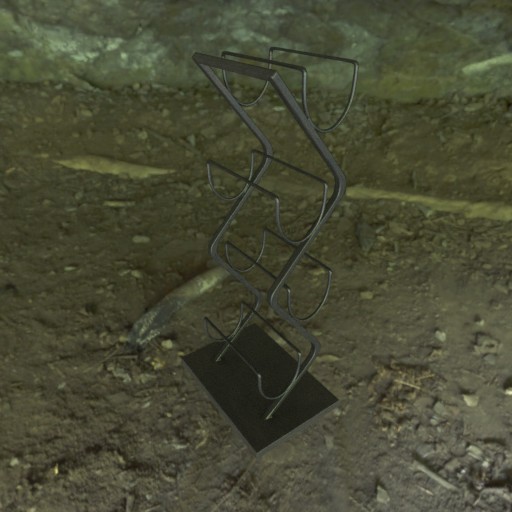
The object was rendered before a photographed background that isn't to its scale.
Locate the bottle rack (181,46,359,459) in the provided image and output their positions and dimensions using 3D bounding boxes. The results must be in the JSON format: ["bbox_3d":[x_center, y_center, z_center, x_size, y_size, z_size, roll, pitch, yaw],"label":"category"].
[{"bbox_3d":[0.000,0.000,0.678,0.178,0.559,0.254,-21,37,-30],"label":"bottle rack"}]
